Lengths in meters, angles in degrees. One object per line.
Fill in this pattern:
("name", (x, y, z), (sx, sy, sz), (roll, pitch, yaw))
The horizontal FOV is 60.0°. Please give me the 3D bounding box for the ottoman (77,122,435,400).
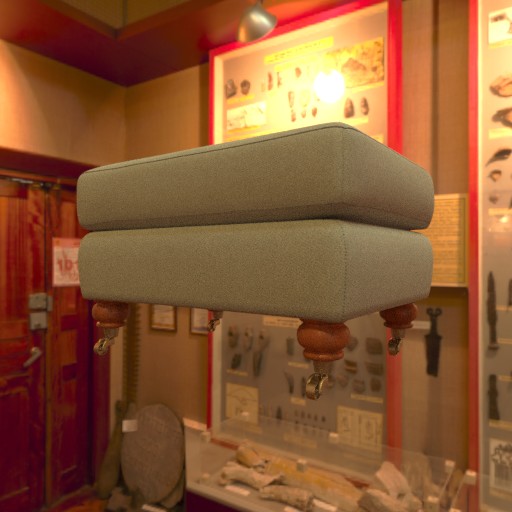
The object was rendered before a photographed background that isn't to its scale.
("ottoman", (0.000, 0.000, 1.140), (0.773, 0.499, 0.569), (0, 0, 35))
